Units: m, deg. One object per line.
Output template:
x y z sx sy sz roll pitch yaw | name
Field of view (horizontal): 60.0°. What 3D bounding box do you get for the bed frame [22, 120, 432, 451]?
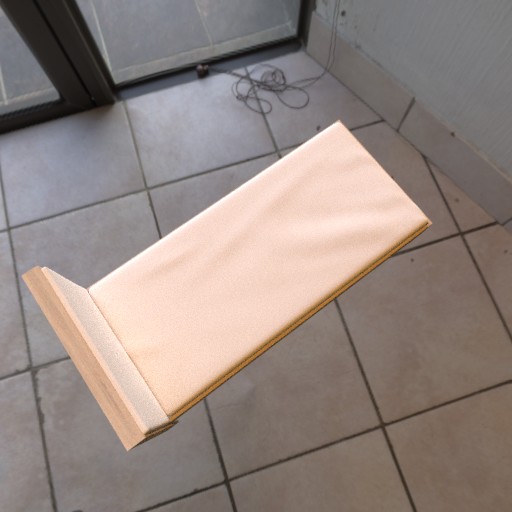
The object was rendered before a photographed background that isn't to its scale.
0.000 0.000 2.689 2.140 0.920 0.990 -35 77 -10 | bed frame
